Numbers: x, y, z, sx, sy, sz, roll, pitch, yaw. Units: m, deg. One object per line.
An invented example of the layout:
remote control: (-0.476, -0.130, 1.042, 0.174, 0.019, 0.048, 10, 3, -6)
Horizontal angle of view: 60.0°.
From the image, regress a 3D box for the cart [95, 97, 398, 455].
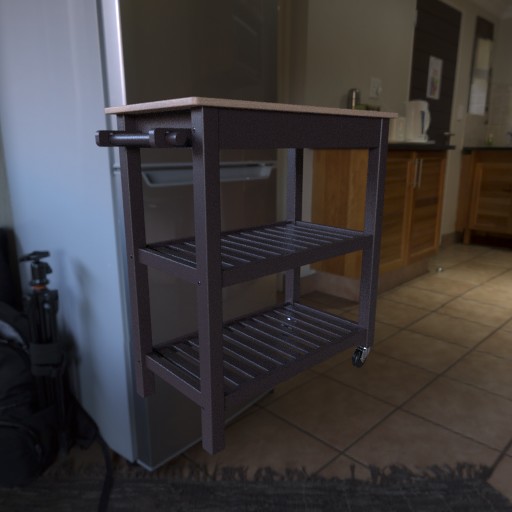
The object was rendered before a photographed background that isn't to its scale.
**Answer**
cart: (0.000, 0.000, 1.482, 0.899, 0.927, 0.457, -13, 19, -41)
